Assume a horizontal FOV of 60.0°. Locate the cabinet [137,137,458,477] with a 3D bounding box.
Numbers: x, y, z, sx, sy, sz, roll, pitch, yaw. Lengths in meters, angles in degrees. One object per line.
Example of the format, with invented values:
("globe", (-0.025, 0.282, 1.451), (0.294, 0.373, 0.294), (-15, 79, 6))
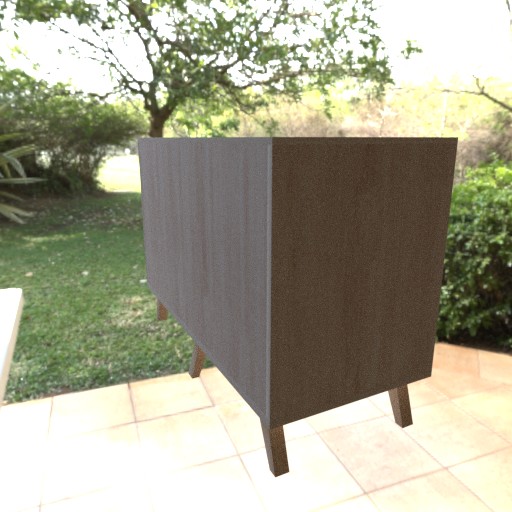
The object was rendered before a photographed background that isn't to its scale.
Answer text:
("cabinet", (0.000, 0.000, 1.509), (0.500, 0.780, 1.110), (-7, 17, -26))
